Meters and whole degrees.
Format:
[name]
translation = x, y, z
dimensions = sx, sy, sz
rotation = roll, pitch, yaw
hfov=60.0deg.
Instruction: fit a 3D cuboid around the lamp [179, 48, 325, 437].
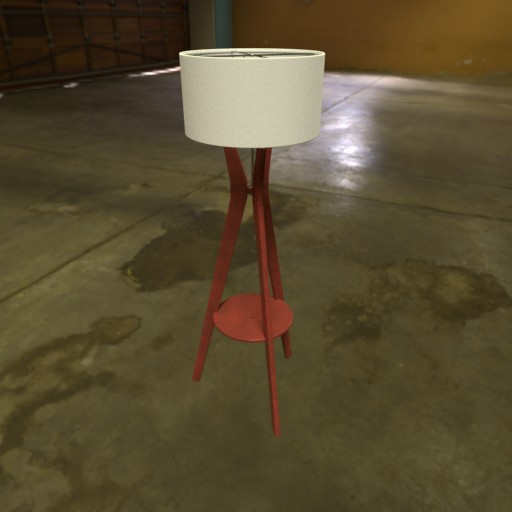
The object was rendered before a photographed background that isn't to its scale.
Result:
[lamp]
translation = 0.000, 0.000, 1.767
dimensions = 0.539, 1.472, 0.542
rotation = -10, 30, -18
